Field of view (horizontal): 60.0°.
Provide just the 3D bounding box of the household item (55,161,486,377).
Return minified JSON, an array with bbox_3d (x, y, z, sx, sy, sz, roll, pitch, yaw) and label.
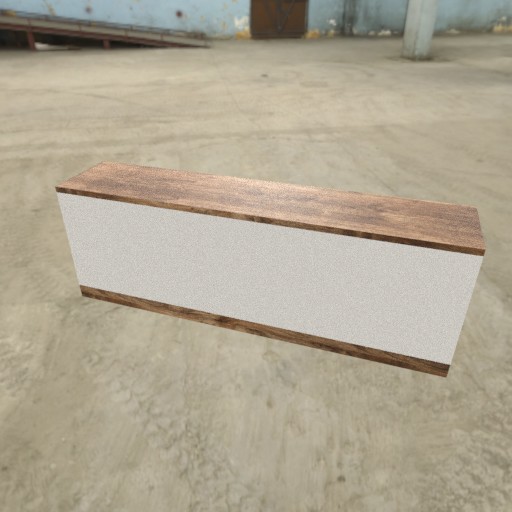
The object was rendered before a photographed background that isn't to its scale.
[{"bbox_3d":[0.000,0.000,2.088,1.800,0.615,0.390,10,32,16],"label":"household item"}]
